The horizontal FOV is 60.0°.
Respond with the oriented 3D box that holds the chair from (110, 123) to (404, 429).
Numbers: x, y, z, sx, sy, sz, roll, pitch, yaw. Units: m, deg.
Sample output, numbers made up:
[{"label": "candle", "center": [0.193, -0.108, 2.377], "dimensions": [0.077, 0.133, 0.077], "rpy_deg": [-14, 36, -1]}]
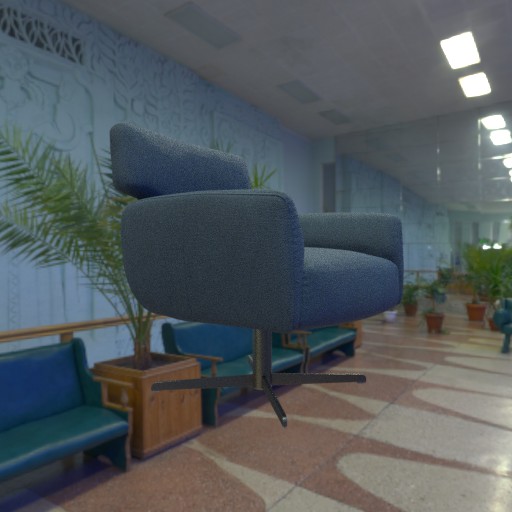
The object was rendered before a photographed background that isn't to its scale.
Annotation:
[{"label": "chair", "center": [0.000, 0.000, 1.387], "dimensions": [0.761, 0.813, 0.738], "rpy_deg": [0, 0, 37]}]
